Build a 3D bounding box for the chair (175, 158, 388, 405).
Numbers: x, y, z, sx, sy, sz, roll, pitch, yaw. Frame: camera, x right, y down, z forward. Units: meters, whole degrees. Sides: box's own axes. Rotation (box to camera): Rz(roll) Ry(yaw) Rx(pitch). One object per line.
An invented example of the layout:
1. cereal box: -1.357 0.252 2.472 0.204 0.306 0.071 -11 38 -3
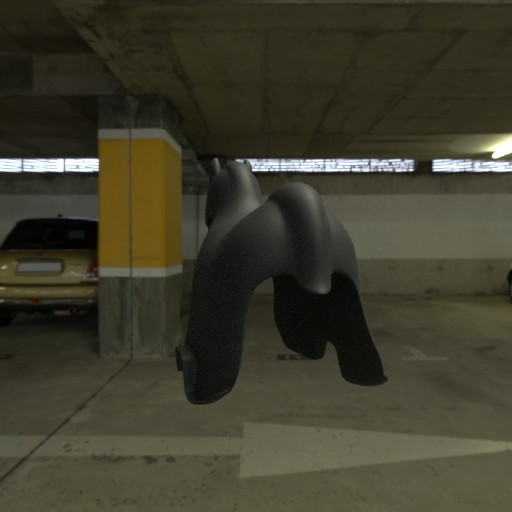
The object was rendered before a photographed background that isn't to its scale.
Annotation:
1. chair: 0.000 0.000 1.177 0.429 0.612 0.800 0 1 -18
